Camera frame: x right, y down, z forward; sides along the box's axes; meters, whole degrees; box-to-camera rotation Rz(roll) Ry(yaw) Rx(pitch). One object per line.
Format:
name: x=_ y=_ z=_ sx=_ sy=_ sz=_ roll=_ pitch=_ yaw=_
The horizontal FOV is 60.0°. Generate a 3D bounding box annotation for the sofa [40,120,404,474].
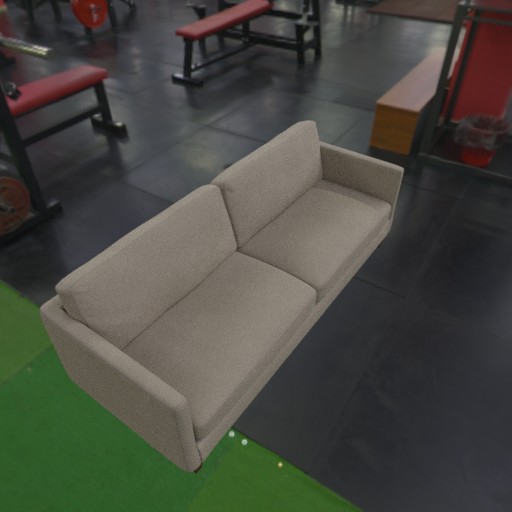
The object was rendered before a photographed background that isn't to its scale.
sofa: x=0.000 y=0.000 z=2.851 sx=0.988 sy=0.912 sz=2.404 roll=25 pitch=47 yaw=26
